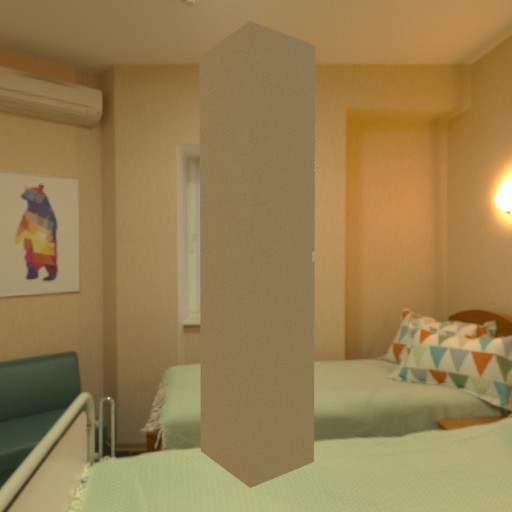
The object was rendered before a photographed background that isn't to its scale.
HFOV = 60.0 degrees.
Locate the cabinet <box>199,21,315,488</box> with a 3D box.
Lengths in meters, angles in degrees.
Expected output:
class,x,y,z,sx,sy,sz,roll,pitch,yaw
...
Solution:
class,x,y,z,sx,sy,sz,roll,pitch,yaw
cabinet,0.000,0.000,1.529,0.269,1.400,0.300,-1,2,-37
